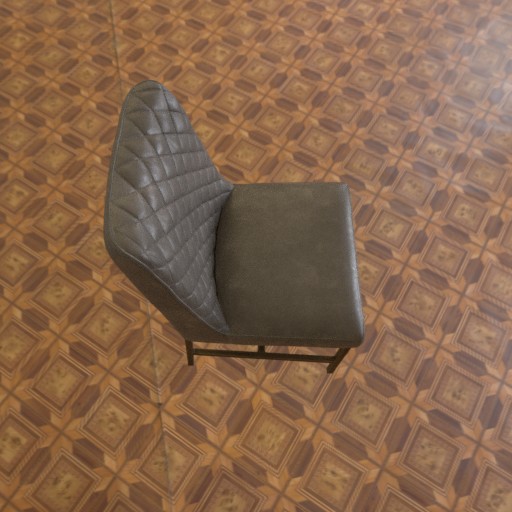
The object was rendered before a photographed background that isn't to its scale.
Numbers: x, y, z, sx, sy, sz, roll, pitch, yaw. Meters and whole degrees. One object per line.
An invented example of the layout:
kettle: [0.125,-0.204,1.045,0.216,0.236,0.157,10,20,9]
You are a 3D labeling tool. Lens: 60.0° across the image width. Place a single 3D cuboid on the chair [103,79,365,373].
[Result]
chair: [0.000,0.000,1.271,0.587,0.889,0.508,0,63,0]
